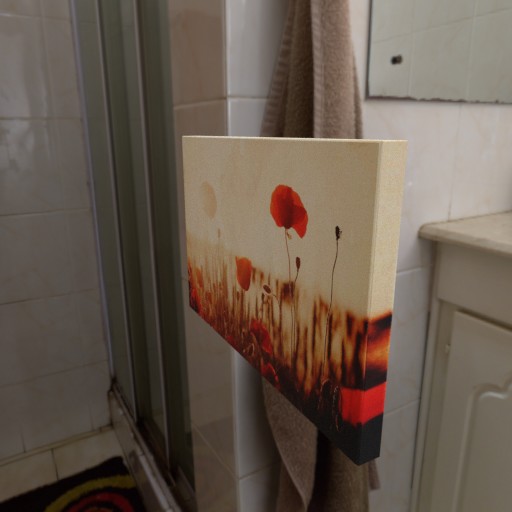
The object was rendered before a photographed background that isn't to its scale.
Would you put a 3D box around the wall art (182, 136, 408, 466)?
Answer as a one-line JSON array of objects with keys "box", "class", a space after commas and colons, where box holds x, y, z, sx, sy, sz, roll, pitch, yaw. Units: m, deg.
[{"box": [0.000, 0.000, 0.778, 0.040, 0.402, 0.613, -8, 18, -27], "class": "wall art"}]
